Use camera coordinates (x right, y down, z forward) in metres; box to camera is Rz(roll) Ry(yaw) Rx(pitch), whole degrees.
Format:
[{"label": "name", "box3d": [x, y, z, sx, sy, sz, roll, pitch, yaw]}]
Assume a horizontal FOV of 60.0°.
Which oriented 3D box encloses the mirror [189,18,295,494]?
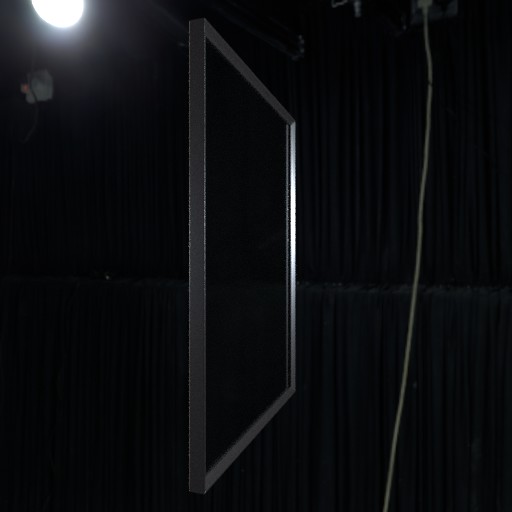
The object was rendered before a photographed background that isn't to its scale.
[{"label": "mirror", "box3d": [0.000, 0.000, 1.309, 0.041, 1.016, 0.762, 0, 0, 20]}]
